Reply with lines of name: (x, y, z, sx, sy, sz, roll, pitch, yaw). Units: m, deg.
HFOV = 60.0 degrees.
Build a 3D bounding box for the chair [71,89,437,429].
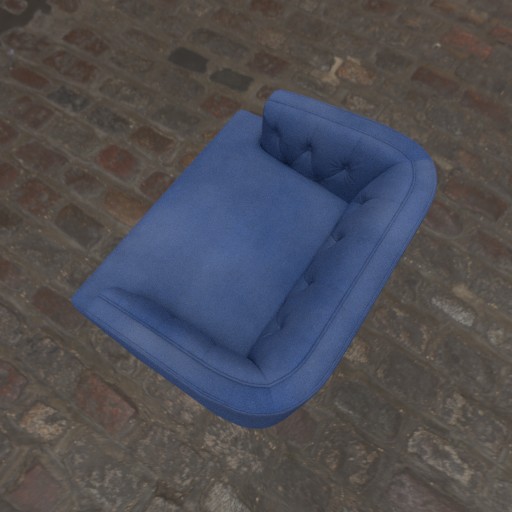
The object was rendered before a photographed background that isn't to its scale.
chair: (0.000, 0.000, 1.732, 0.914, 0.787, 1.118, 31, 69, 13)
